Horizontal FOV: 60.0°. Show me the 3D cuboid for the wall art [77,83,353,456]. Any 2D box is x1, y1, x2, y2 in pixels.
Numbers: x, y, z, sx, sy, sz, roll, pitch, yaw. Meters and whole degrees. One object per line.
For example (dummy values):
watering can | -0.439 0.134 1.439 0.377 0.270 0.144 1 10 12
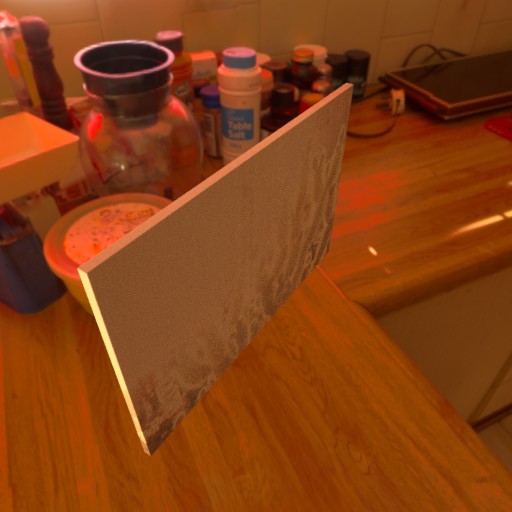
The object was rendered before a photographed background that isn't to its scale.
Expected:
wall art | 0.000 0.000 1.908 0.038 1.012 1.525 25 47 25
